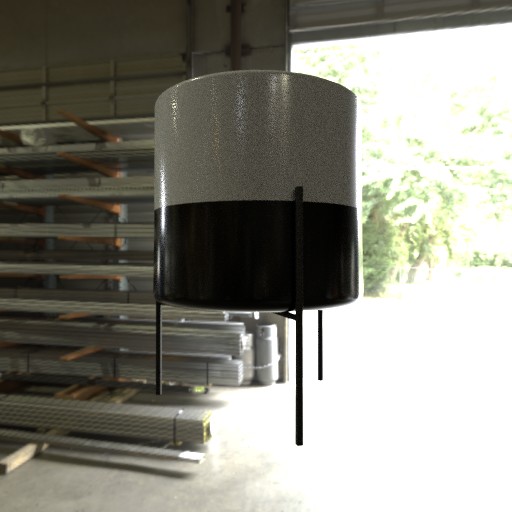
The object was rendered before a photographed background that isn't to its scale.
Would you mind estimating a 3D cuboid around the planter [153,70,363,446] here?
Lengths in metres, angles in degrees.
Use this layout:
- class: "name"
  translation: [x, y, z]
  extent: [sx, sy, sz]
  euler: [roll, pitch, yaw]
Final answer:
- class: "planter"
  translation: [0.000, 0.000, 0.655]
  extent: [0.310, 0.432, 0.310]
  euler: [0, 0, -2]
